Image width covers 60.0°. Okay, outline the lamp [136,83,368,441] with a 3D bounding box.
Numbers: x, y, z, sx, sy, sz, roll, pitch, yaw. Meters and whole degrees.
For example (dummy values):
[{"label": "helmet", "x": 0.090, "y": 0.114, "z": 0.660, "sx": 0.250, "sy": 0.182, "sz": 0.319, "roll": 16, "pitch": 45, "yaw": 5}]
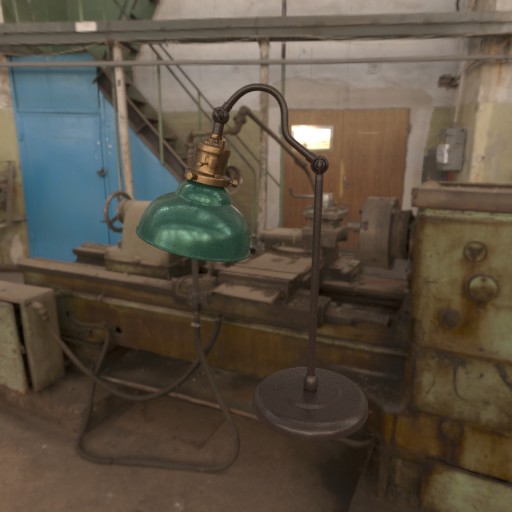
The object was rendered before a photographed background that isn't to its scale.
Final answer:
[{"label": "lamp", "x": 0.000, "y": 0.000, "z": 0.695, "sx": 0.374, "sy": 0.508, "sz": 0.192, "roll": 2, "pitch": 14, "yaw": 8}]
